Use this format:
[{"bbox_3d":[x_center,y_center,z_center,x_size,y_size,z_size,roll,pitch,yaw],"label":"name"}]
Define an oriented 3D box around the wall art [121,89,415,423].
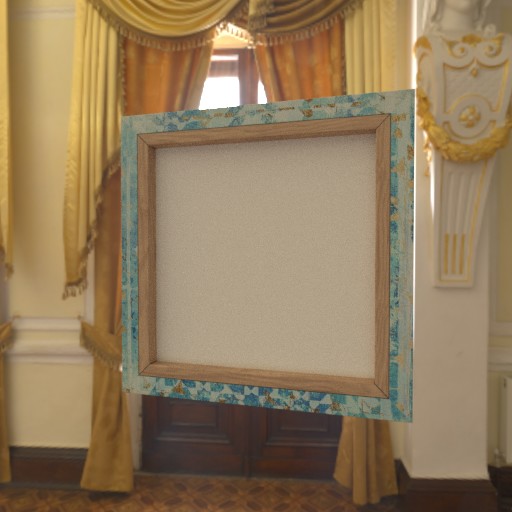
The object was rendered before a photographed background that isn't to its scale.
[{"bbox_3d":[0.000,0.000,0.910,0.609,0.609,0.040,0,1,17],"label":"wall art"}]
